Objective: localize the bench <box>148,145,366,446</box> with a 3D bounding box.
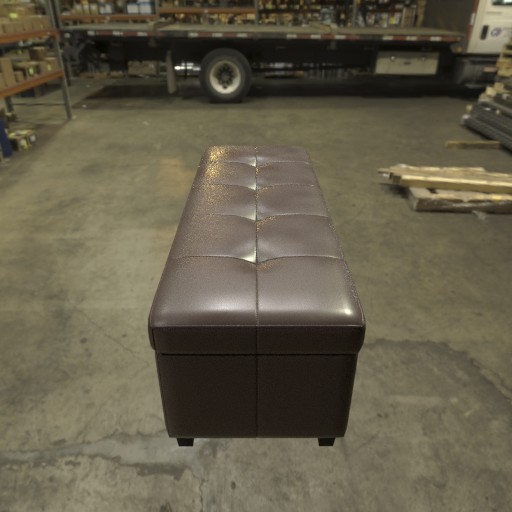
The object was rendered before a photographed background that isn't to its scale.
[{"bbox_3d":[0.000,0.000,1.480,0.450,0.417,1.219,0,30,0],"label":"bench"}]
